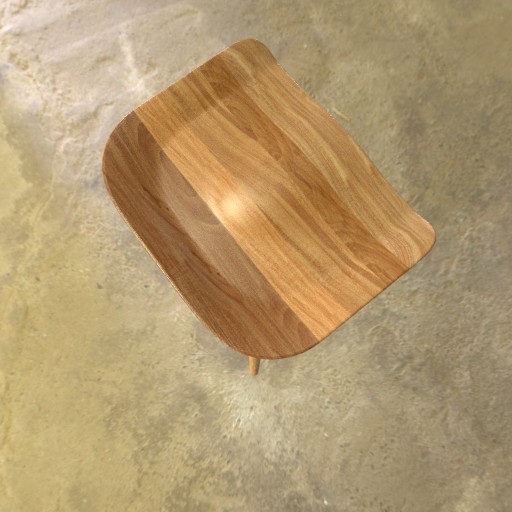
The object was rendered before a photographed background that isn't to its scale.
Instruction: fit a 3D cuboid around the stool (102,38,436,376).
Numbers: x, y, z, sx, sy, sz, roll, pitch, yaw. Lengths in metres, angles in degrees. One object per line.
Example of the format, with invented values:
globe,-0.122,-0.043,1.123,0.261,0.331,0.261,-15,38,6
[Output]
stool,0.000,0.000,0.928,0.322,0.698,0.407,-37,79,-9
